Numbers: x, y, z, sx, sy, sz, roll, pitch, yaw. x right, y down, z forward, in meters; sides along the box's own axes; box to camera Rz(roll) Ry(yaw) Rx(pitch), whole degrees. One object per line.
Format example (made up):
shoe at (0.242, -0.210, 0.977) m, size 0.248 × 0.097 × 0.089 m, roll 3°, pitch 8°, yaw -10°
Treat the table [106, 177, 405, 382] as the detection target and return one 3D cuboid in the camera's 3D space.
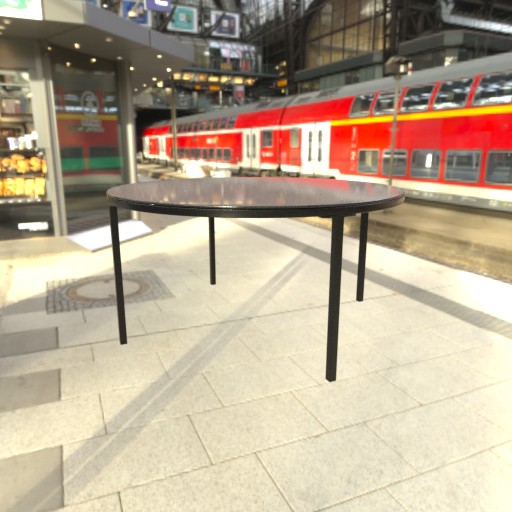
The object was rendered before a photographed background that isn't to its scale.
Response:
table at (0.000, 0.000, 1.295) m, size 0.800 × 0.400 × 0.800 m, roll 0°, pitch 14°, yaw 0°
